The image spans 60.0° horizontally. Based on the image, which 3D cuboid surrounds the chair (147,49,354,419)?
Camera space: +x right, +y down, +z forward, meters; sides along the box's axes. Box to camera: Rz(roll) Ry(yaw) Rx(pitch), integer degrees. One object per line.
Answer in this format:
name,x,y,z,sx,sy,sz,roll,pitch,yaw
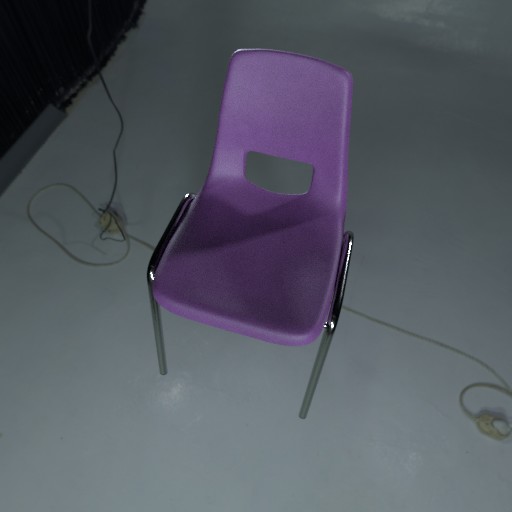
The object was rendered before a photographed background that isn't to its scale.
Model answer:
chair,0.000,0.000,0.919,0.381,0.654,0.432,15,60,9
